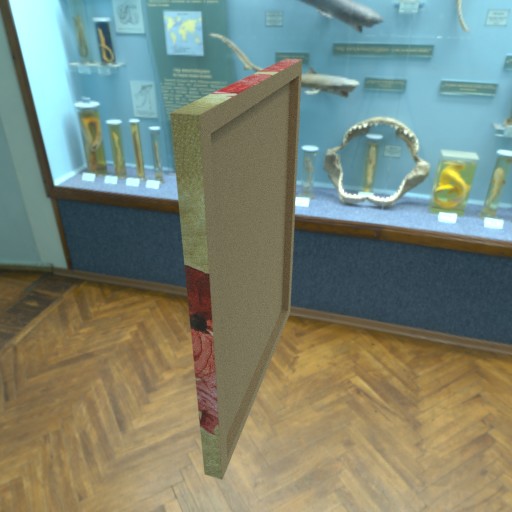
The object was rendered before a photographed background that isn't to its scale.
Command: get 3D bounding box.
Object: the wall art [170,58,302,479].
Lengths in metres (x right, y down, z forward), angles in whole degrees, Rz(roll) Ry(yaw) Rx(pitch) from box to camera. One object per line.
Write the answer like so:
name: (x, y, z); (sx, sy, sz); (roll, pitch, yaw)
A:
wall art: (0.000, 0.000, 0.674); (0.028, 0.508, 0.406); (9, 31, 15)
